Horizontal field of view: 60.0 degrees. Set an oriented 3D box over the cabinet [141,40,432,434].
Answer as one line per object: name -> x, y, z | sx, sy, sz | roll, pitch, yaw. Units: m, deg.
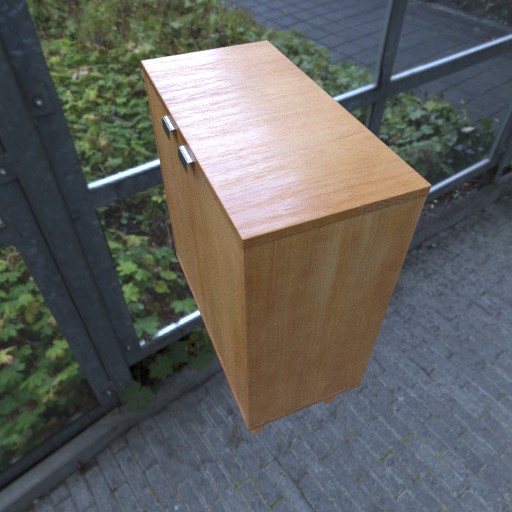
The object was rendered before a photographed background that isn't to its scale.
cabinet -> 0.000, 0.000, 1.425 | 0.419, 1.001, 0.800 | -17, 48, -15
